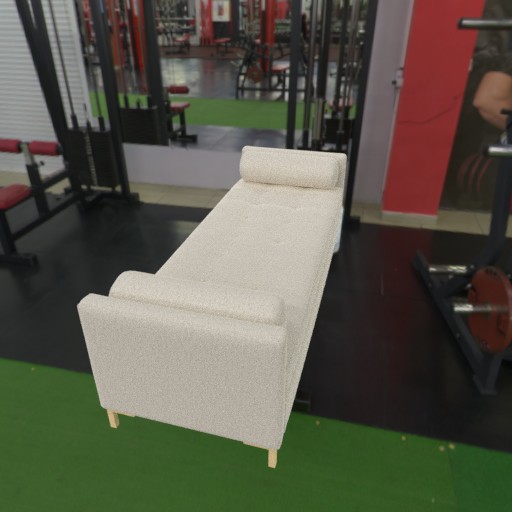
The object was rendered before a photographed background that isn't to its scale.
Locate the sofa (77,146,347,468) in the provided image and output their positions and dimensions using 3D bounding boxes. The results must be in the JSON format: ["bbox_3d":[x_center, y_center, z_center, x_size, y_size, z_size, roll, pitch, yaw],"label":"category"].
[{"bbox_3d":[0.000,0.000,2.385,0.746,0.641,1.985,8,31,13],"label":"sofa"}]
